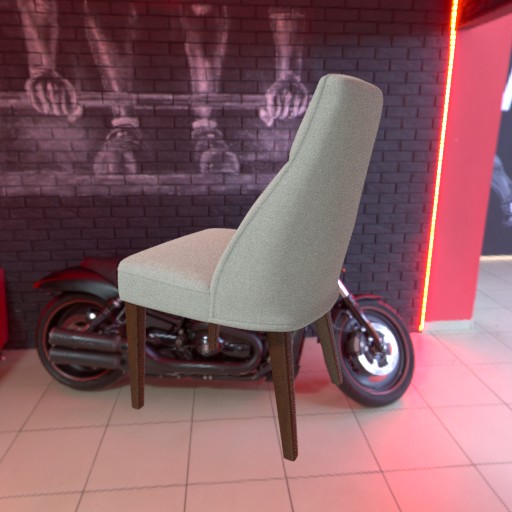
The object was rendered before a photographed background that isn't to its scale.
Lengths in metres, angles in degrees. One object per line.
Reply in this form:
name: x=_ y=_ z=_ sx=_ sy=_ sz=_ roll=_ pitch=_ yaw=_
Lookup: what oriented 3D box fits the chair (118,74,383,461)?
chair: x=0.000 y=0.000 z=1.280 sx=0.620 sy=0.930 sz=0.500 roll=8 pitch=18 yaw=26
